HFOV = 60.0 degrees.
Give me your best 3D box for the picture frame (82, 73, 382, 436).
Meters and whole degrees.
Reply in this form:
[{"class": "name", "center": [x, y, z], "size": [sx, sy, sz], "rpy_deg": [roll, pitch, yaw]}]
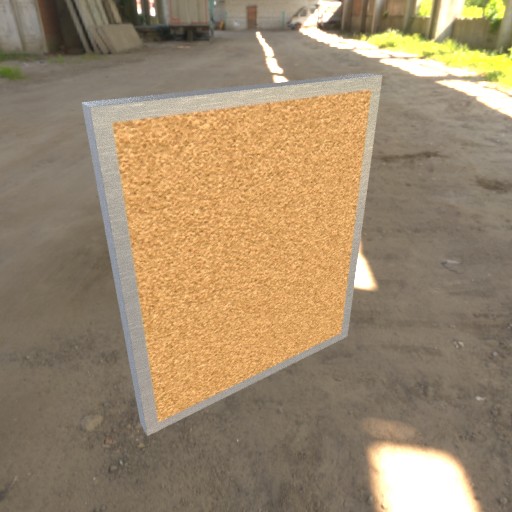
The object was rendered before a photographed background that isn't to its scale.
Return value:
[{"class": "picture frame", "center": [0.000, 0.000, 0.523], "size": [0.327, 0.378, 0.027], "rpy_deg": [-18, 34, -29]}]
